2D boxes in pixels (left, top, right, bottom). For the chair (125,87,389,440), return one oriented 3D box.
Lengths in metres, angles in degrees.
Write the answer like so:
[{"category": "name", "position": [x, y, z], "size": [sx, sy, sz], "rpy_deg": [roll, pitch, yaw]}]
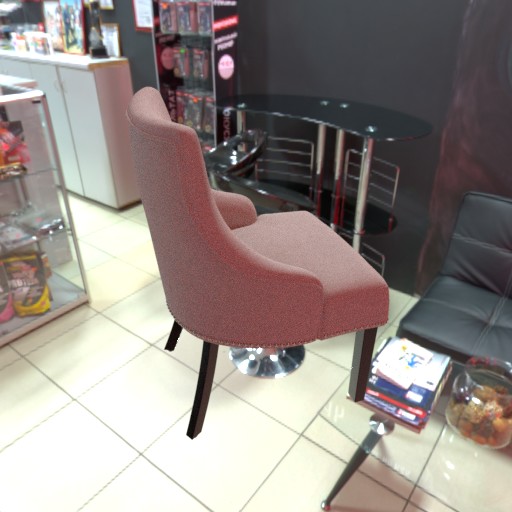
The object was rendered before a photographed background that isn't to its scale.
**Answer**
[{"category": "chair", "position": [0.000, 0.000, 1.320], "size": [0.629, 0.909, 0.566], "rpy_deg": [-10, 32, -17]}]
